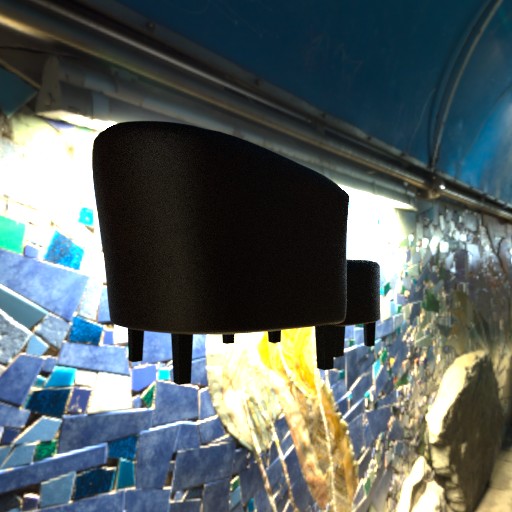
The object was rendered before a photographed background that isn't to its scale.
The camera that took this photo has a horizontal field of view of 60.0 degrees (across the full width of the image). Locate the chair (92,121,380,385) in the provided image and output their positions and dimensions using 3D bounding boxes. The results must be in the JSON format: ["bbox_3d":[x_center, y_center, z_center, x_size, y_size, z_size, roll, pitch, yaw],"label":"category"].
[{"bbox_3d":[0.000,0.000,1.667,1.176,0.755,0.737,1,-2,-36],"label":"chair"}]
